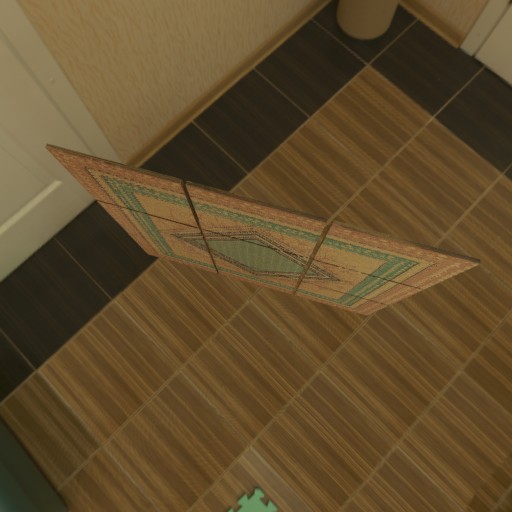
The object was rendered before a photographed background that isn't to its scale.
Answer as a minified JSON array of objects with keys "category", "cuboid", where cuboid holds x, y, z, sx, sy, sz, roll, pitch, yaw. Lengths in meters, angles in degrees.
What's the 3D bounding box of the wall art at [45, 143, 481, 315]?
[{"category":"wall art","cuboid":[0.000,0.000,1.781,1.215,1.213,0.013,15,77,4]}]
